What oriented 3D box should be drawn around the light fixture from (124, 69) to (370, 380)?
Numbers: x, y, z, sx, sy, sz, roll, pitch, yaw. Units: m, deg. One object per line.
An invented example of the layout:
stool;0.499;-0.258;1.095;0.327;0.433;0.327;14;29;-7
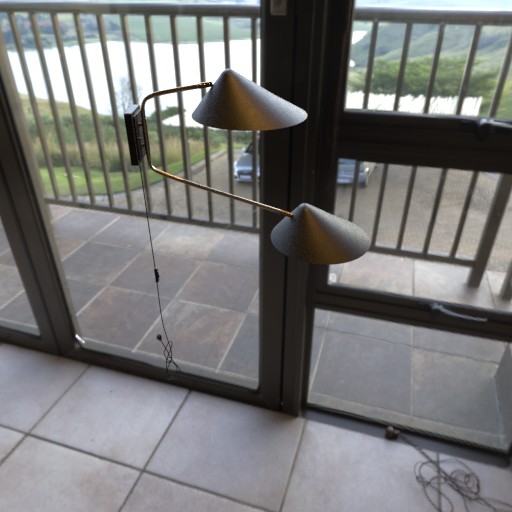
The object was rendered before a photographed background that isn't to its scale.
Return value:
light fixture;0.000;0.000;0.846;0.422;0.665;0.189;0;32;-1
